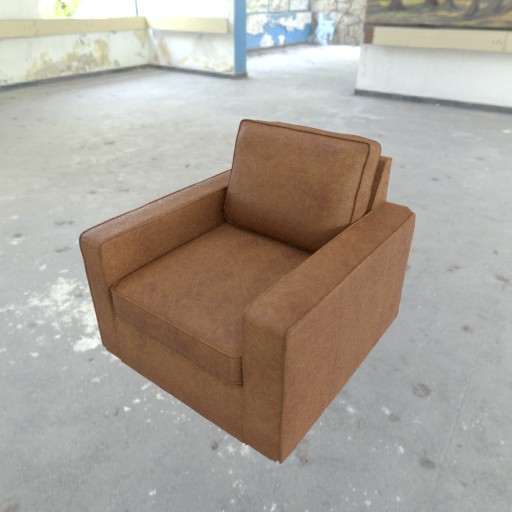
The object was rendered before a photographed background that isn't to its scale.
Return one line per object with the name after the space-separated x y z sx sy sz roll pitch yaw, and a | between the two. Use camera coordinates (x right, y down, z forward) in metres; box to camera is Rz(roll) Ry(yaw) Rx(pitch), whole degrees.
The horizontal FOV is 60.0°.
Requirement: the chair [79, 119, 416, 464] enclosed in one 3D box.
0.000 0.000 1.794 0.987 0.901 1.027 19 35 29 | chair
